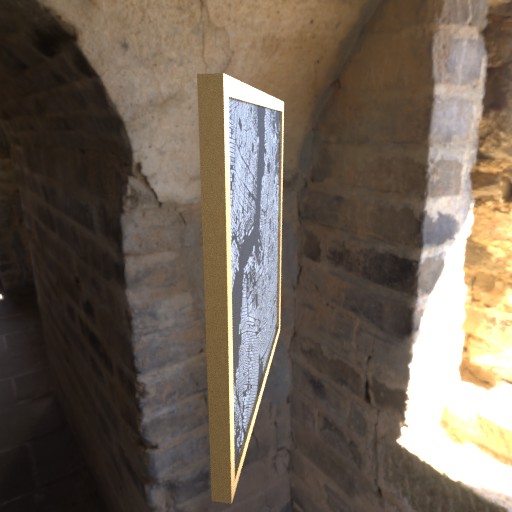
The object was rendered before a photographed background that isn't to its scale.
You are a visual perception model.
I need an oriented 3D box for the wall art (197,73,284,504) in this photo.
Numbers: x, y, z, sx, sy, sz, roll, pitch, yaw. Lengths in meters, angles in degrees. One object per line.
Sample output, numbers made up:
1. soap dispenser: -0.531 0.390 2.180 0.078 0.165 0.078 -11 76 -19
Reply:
1. wall art: 0.000 0.000 2.783 0.099 1.926 1.926 3 16 10
